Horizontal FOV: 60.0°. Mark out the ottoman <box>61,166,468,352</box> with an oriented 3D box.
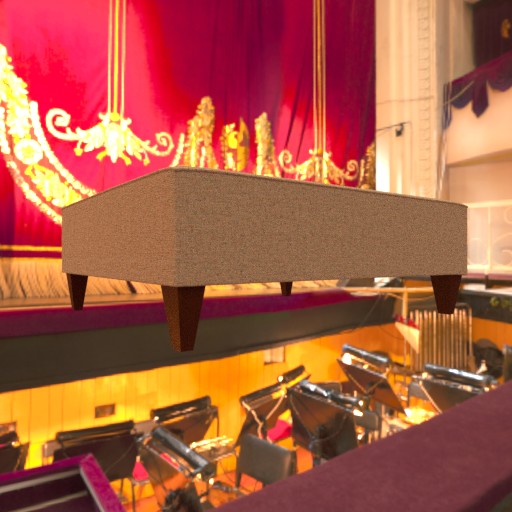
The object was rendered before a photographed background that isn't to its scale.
[{"bbox_3d":[0.000,0.000,1.202,0.835,0.303,0.736,0,0,-36],"label":"ottoman"}]
